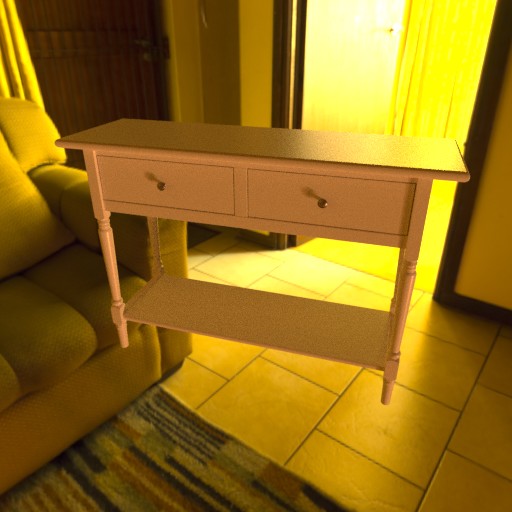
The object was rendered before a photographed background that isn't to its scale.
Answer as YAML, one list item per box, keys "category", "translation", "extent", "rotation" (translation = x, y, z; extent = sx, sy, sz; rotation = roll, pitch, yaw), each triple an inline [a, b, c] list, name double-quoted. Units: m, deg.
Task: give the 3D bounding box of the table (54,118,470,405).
- category: "table"
  translation: [0.000, 0.000, 1.560]
  extent: [1.191, 0.814, 0.386]
  rotation: [8, 28, 15]
